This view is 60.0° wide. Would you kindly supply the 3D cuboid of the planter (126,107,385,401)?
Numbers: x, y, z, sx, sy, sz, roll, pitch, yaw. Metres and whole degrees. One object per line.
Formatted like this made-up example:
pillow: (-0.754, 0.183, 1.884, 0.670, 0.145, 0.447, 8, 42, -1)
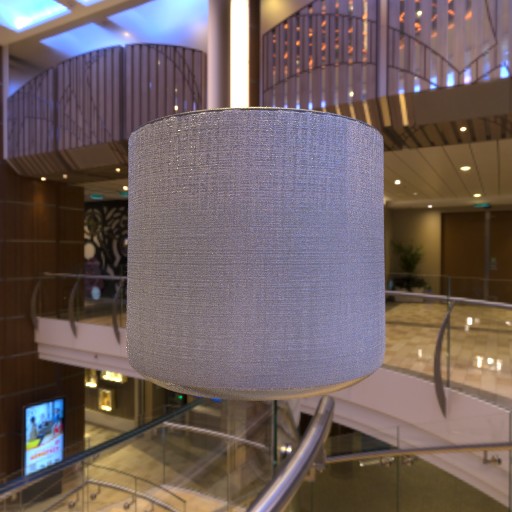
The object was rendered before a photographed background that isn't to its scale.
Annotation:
planter: (0.000, 0.000, 0.223, 0.125, 0.112, 0.125, 0, 1, 0)
